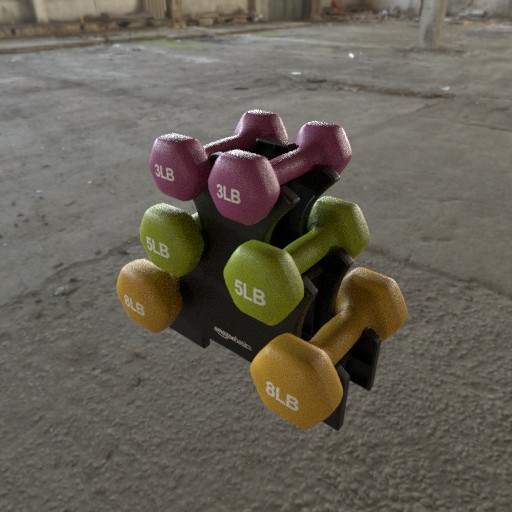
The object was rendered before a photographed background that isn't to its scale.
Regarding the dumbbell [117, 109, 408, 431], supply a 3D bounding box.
[{"bbox_3d":[0.000,0.000,0.482,0.300,0.271,0.190,23,38,33],"label":"dumbbell"}]
